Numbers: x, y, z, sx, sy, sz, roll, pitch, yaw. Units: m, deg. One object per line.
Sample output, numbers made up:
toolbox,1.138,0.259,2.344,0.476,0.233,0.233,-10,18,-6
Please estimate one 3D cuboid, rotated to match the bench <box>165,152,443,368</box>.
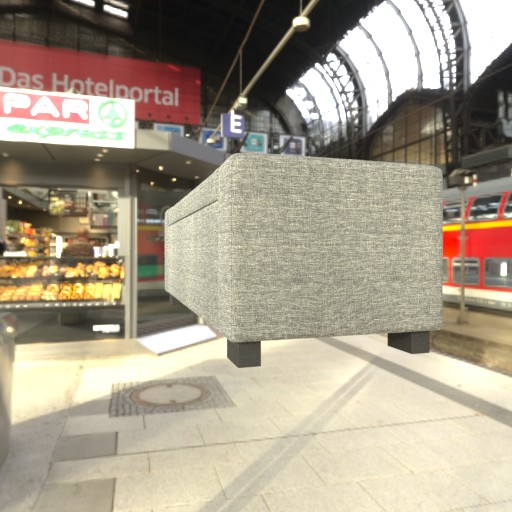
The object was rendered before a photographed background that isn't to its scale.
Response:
bench,0.000,0.000,1.554,0.508,0.445,1.296,0,0,-17
